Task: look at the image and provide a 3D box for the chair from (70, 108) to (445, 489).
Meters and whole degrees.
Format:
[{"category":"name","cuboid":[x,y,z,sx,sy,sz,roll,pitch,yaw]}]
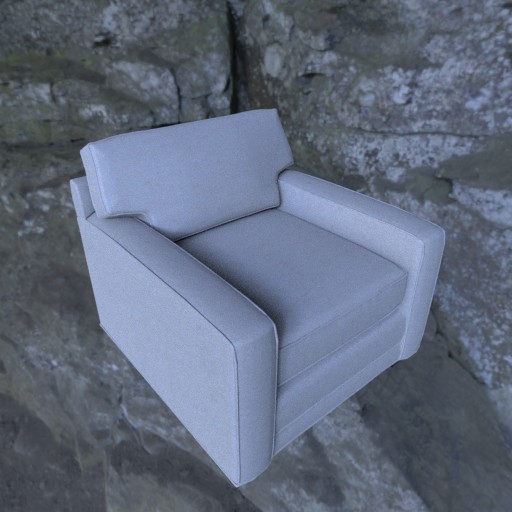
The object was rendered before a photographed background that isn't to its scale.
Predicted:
[{"category":"chair","cuboid":[0.000,0.000,1.751,0.998,0.913,1.043,-23,37,-34]}]
